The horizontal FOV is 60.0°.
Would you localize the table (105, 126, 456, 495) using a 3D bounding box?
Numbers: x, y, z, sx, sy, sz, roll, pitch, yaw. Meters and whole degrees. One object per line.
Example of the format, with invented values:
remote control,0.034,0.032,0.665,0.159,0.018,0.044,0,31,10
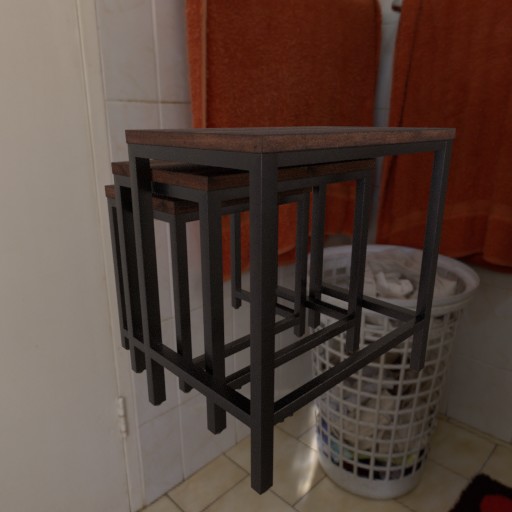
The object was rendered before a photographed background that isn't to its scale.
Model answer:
table,0.000,0.000,1.109,0.608,0.616,0.660,-16,23,-41
